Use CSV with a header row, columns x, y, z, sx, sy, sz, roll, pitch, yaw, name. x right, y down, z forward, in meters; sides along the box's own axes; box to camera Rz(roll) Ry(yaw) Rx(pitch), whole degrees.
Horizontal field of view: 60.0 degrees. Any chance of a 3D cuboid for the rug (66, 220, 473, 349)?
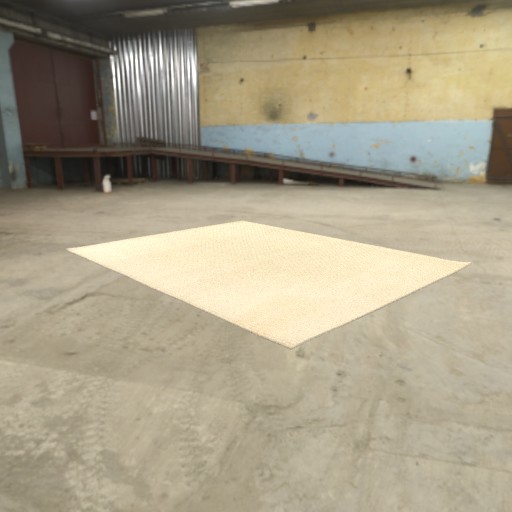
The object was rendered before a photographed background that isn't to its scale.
x,y,z,sx,sy,sz,roll,pitch,yaw,name
0.000,0.000,3.974,2.277,0.035,2.897,-14,20,-42,rug
